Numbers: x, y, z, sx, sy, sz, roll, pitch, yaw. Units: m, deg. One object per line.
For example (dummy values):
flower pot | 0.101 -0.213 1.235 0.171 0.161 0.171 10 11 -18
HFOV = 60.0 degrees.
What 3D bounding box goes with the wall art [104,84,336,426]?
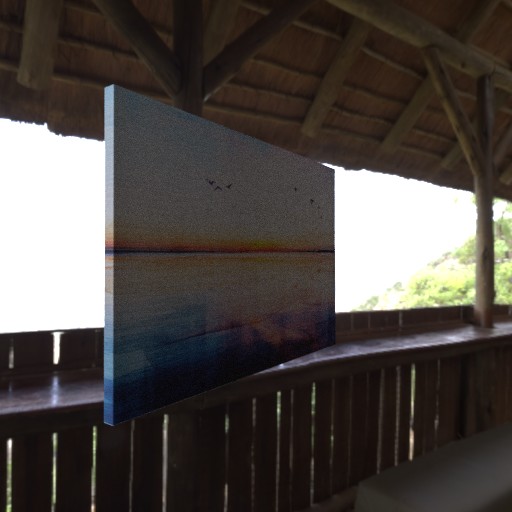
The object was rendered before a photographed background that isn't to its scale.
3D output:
wall art | 0.000 0.000 1.453 0.034 0.756 1.137 0 0 35
